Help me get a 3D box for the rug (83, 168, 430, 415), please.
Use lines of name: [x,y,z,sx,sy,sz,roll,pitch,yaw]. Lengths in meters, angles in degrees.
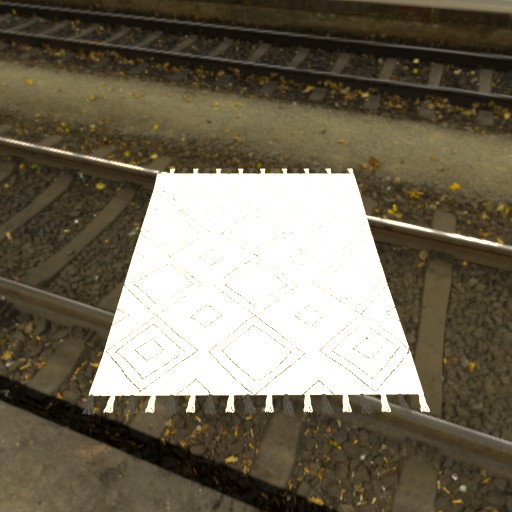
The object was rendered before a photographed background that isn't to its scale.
rug: [0.000,0.000,4.186,2.342,0.026,3.221,0,42,0]
